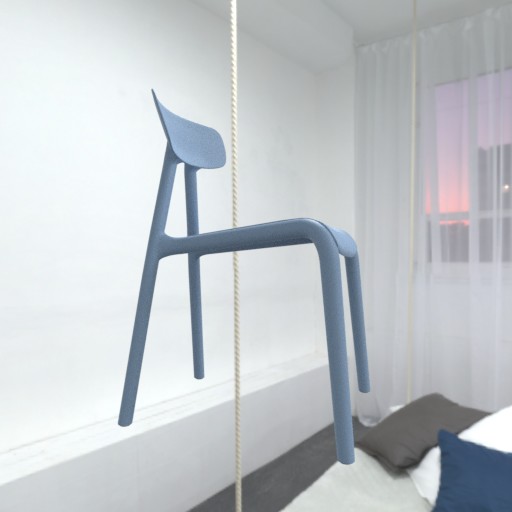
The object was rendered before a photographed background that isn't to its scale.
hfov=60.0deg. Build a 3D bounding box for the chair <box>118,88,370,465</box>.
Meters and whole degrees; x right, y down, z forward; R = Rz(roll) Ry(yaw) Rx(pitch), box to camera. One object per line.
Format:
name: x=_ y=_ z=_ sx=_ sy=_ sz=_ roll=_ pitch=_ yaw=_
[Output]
chair: x=0.000 y=0.000 z=0.841 sx=0.401 sy=0.580 sz=0.356 roll=0 pitch=1 yaw=18
